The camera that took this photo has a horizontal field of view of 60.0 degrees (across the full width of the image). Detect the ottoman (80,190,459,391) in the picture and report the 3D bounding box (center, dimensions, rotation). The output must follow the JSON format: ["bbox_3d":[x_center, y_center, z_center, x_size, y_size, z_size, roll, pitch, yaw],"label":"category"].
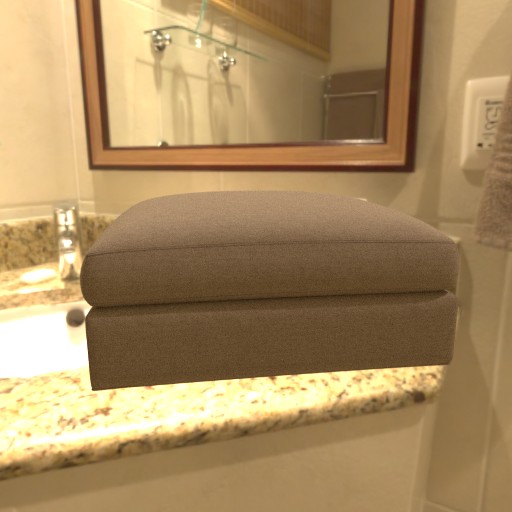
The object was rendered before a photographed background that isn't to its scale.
[{"bbox_3d":[0.000,0.000,1.665,1.041,0.470,1.041,-2,12,-8],"label":"ottoman"}]
